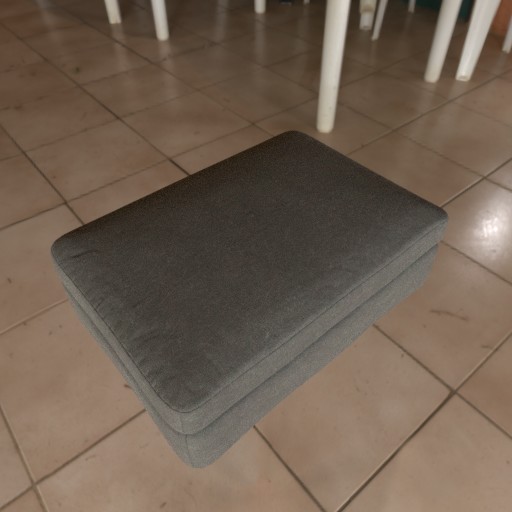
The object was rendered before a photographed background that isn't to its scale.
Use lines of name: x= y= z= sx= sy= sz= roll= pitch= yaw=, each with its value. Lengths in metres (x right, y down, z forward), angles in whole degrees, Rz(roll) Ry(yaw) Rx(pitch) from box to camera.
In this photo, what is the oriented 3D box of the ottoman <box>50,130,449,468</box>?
ottoman: x=0.000 y=0.000 z=1.626 sx=1.199 sy=0.429 sz=0.840 roll=-32 pitch=53 yaw=-27
